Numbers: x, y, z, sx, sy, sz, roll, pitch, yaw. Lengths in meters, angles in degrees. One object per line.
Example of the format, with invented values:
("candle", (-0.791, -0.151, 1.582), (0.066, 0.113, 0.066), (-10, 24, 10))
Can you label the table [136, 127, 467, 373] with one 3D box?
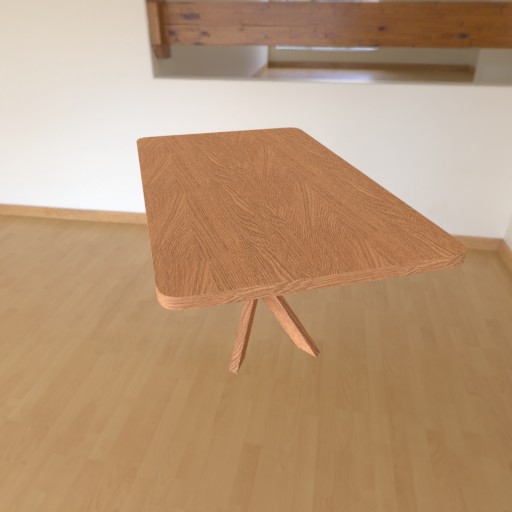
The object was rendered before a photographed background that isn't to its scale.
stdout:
("table", (0.000, 0.000, 2.095), (0.950, 0.770, 1.600), (-8, 31, -13))
